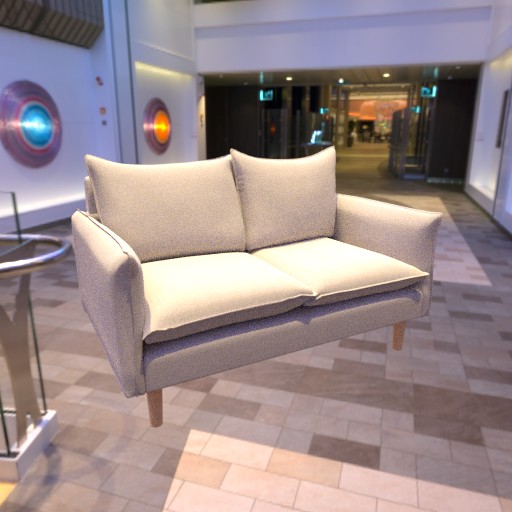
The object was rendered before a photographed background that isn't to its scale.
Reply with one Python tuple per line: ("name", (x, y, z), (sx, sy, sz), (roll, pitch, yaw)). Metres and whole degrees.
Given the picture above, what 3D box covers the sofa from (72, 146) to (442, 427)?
("sofa", (0.000, 0.000, 1.821), (1.300, 0.840, 0.820), (-9, 18, -28))
